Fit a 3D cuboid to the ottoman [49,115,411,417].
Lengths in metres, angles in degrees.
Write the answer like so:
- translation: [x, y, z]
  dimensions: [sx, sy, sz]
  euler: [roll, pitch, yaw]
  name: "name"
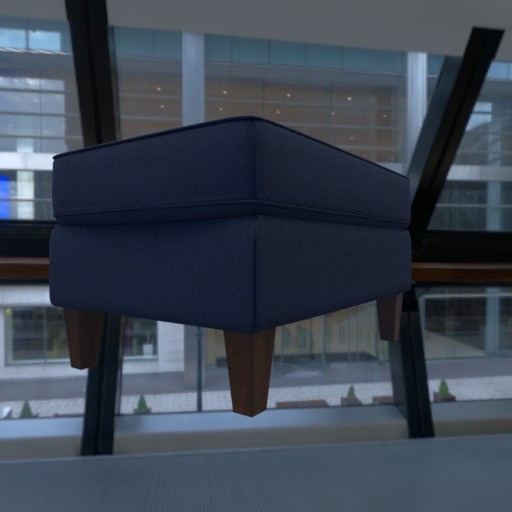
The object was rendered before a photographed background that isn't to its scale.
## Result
- translation: [0.000, 0.000, 1.349]
  dimensions: [0.686, 0.584, 0.965]
  euler: [1, 2, 36]
  name: "ottoman"
